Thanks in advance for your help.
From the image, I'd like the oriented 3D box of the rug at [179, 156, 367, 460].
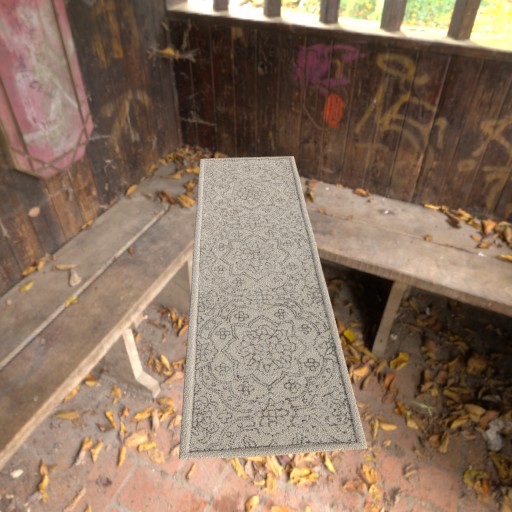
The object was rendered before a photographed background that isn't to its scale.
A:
[{"bbox_3d":[0.000,0.000,2.705,0.769,0.012,2.448,-2,41,-3],"label":"rug"}]
